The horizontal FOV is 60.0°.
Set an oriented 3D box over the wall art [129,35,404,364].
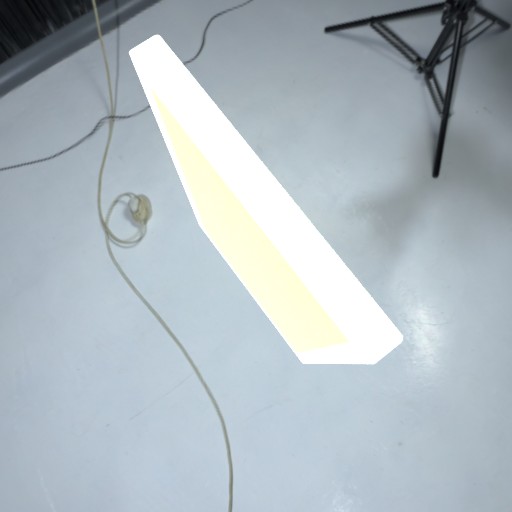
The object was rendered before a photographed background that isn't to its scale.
[{"bbox_3d":[0.000,0.000,0.728,0.038,0.610,0.401,-36,79,-8],"label":"wall art"}]
